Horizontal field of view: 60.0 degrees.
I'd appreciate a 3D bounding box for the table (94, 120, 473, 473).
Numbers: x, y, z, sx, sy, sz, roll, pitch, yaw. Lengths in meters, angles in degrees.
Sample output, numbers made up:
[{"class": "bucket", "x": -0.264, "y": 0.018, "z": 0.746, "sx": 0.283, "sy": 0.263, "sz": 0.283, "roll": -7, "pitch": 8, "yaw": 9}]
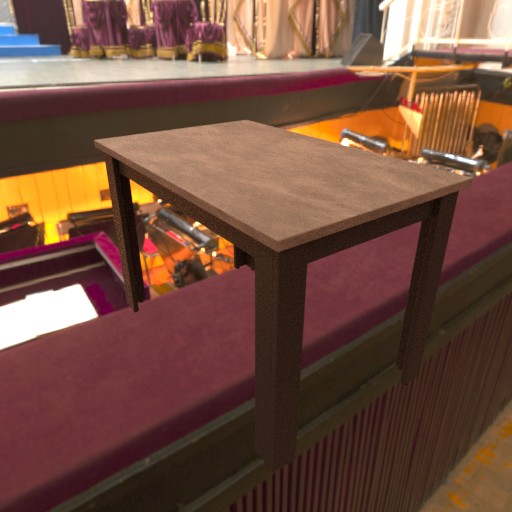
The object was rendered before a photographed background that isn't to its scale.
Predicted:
[{"class": "table", "x": 0.000, "y": 0.000, "z": 1.617, "sx": 0.700, "sy": 0.734, "sz": 1.100, "roll": -19, "pitch": 32, "yaw": -32}]
